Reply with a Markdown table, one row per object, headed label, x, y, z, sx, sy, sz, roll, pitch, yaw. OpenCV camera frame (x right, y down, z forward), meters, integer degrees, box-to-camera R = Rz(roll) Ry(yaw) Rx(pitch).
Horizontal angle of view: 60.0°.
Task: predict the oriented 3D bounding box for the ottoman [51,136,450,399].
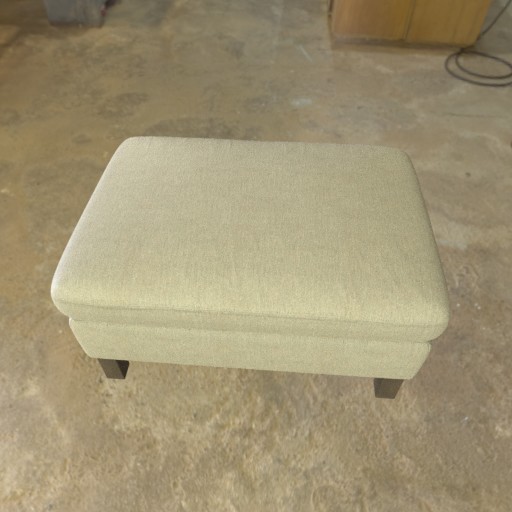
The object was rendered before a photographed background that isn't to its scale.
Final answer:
| label | x | y | z | sx | sy | sz | roll | pitch | yaw |
| --- | --- | --- | --- | --- | --- | --- | --- | --- | --- |
| ottoman | 0.000 | 0.000 | 1.039 | 0.735 | 0.404 | 0.528 | 3 | 47 | 3 |
